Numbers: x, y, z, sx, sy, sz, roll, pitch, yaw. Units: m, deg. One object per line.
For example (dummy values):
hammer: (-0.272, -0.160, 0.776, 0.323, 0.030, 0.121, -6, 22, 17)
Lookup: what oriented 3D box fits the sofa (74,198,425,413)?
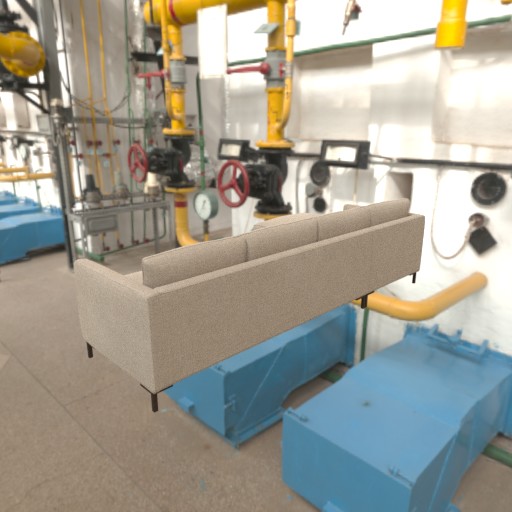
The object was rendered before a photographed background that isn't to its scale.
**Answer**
sofa: (0.000, 0.000, 3.619, 2.923, 0.816, 1.469, -15, 23, -42)
